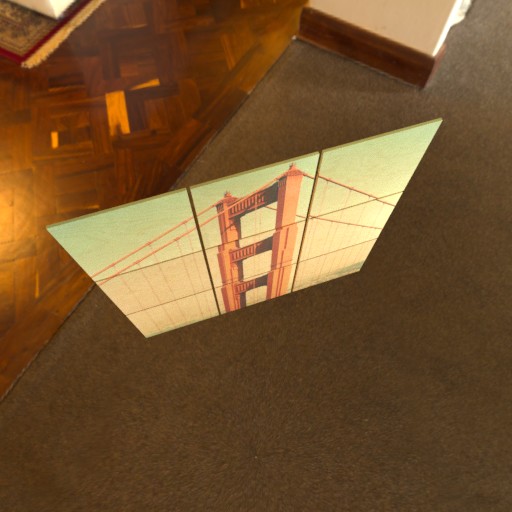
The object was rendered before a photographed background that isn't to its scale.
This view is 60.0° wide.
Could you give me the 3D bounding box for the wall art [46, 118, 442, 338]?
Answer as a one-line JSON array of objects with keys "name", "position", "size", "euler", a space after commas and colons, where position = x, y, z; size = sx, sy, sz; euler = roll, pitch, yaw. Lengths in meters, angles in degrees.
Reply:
[{"name": "wall art", "position": [0.000, 0.000, 2.312], "size": [1.517, 1.523, 0.013], "euler": [-17, 67, -7]}]
